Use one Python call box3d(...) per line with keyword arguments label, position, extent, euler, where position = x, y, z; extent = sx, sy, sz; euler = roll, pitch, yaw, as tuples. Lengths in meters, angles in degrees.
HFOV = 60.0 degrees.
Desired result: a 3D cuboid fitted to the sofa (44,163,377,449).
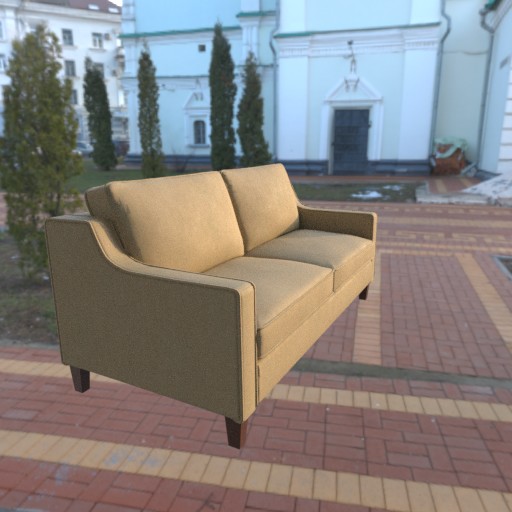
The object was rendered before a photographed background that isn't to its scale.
box3d(label="sofa", position=(0.000, 0.000, 2.808), extent=(1.066, 1.071, 2.178), euler=(7, 16, 27))
